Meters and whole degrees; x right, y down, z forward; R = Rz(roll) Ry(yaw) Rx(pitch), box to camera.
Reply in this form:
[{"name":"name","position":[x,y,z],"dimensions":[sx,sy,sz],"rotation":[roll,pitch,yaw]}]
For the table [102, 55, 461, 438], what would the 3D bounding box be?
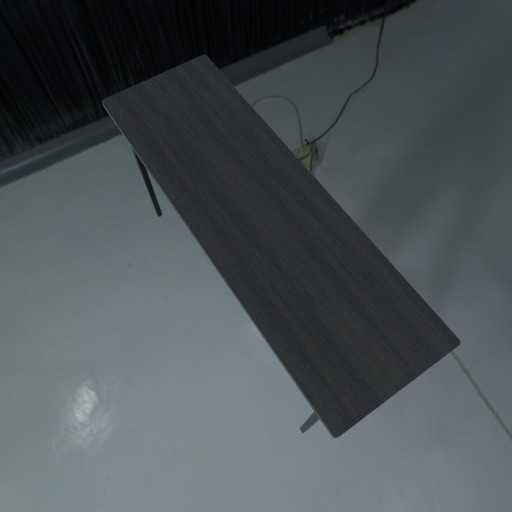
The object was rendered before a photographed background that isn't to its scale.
[{"name":"table","position":[0.000,0.000,1.774],"dimensions":[0.449,0.750,1.399],"rotation":[-31,68,-14]}]
